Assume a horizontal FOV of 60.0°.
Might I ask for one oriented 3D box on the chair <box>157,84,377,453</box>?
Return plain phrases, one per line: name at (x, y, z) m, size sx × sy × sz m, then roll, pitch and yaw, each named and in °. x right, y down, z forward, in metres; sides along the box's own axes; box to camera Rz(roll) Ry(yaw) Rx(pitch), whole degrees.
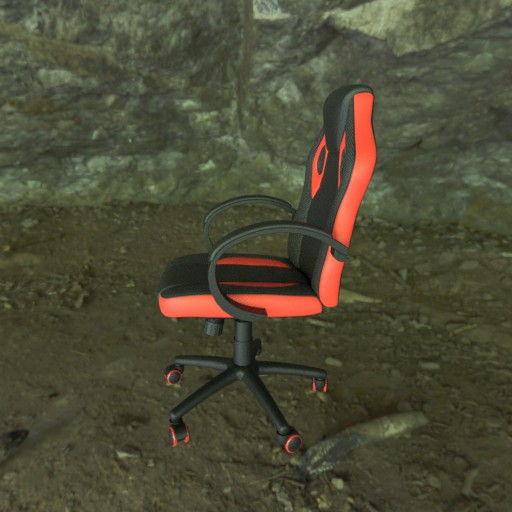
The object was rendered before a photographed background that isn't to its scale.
chair at (0.000, 0.000, 1.402) m, size 0.642 × 1.016 × 0.600 m, roll -2°, pitch 16°, yaw -8°
